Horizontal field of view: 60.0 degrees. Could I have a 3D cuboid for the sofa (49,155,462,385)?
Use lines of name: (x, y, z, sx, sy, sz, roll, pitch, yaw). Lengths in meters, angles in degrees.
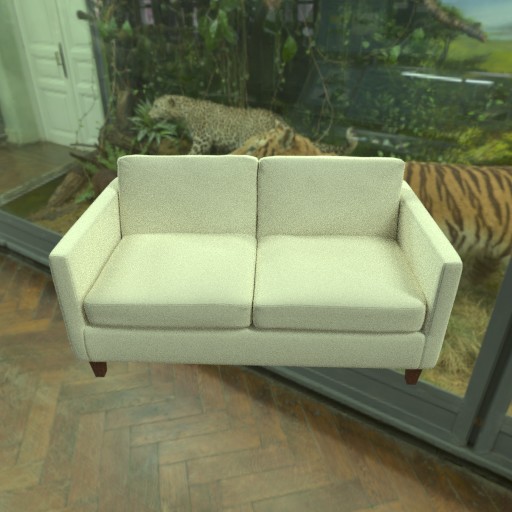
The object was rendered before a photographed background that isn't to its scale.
sofa: (0.000, 0.000, 2.281, 1.702, 0.888, 0.964, 1, 30, 2)
